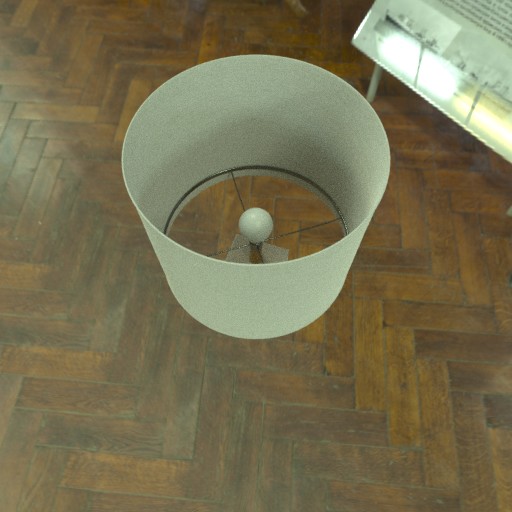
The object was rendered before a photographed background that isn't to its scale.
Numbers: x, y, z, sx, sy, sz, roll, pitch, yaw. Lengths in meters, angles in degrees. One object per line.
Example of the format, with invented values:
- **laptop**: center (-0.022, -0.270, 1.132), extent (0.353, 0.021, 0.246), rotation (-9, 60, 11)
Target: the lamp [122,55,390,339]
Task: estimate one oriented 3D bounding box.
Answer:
- **lamp**: center (0.000, 0.000, 0.566), extent (0.229, 0.417, 0.229), rotation (17, 64, 9)
